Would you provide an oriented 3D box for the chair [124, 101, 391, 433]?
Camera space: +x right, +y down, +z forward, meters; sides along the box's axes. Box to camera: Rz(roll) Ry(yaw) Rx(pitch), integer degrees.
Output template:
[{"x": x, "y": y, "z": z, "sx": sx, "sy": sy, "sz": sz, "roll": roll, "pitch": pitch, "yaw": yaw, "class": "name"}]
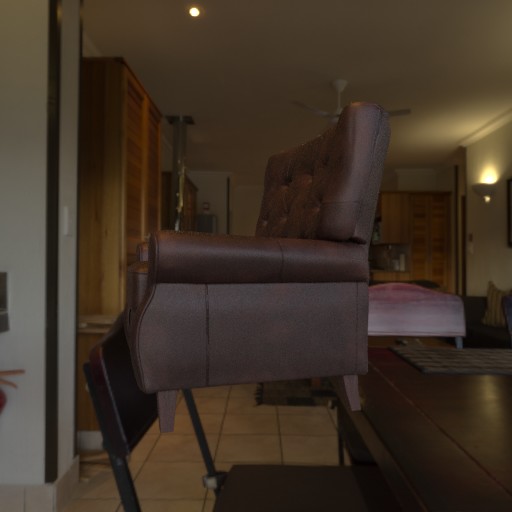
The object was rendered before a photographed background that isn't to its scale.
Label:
[{"x": 0.000, "y": 0.000, "z": 1.888, "sx": 1.058, "sy": 1.158, "sz": 0.948, "roll": 0, "pitch": -1, "yaw": -18, "class": "chair"}]
